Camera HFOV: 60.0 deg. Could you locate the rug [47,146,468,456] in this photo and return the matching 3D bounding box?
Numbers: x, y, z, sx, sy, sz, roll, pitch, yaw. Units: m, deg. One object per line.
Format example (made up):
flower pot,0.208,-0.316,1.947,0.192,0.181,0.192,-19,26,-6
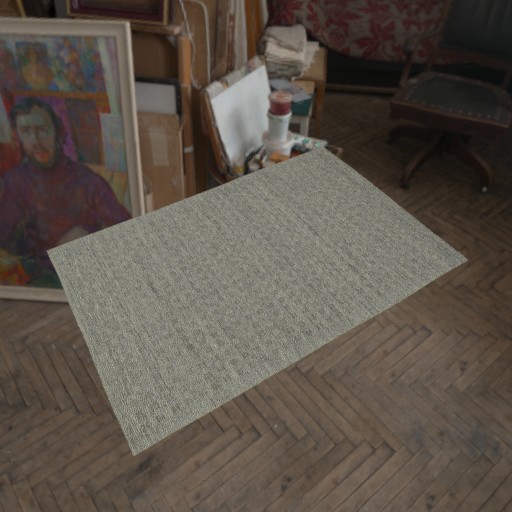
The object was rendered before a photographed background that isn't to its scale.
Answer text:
rug,0.000,0.000,2.892,2.297,0.018,1.532,-25,52,-21
